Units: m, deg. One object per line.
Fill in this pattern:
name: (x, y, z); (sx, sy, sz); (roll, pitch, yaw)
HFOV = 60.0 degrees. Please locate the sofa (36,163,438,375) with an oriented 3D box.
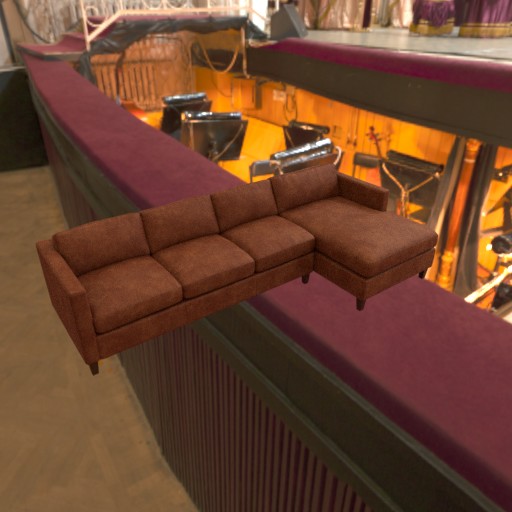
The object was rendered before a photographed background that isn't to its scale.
sofa: (0.000, 0.000, 3.933); (3.203, 0.883, 1.581); (-20, 35, -31)
